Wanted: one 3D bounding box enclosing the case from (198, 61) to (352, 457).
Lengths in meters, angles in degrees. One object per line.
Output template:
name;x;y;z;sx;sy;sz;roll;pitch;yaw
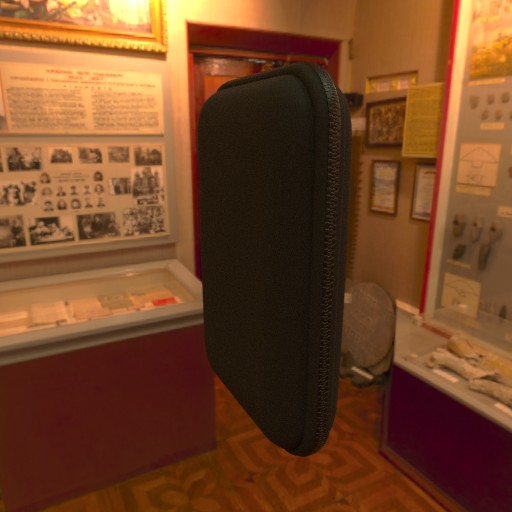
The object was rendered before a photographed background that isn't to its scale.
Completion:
case;0.000;0.000;0.193;0.030;0.147;0.107;-7;17;-26
